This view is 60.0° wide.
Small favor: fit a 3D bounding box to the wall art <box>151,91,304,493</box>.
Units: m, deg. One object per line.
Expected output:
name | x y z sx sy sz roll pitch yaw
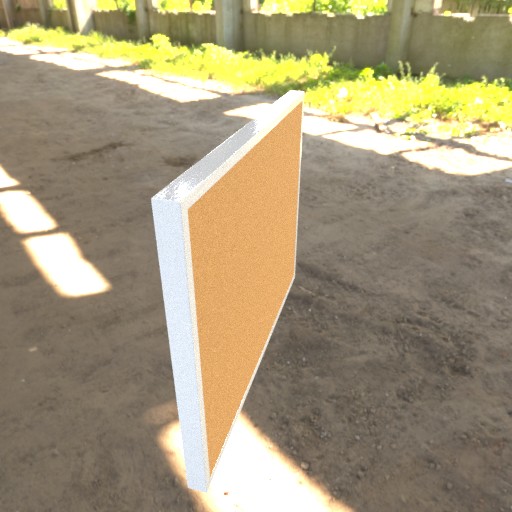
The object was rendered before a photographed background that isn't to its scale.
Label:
wall art | 0.000 0.000 1.352 0.053 0.787 1.041 8 31 14
